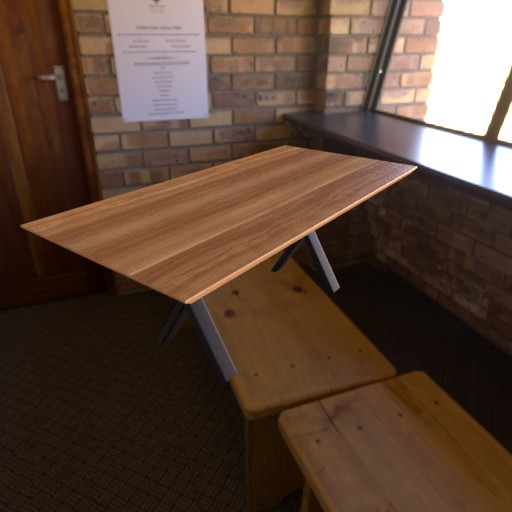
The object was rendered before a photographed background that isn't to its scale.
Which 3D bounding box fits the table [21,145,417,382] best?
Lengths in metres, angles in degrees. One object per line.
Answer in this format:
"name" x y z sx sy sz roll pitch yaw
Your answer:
"table" 0.000 0.000 2.499 1.000 0.770 2.000 19 32 33
